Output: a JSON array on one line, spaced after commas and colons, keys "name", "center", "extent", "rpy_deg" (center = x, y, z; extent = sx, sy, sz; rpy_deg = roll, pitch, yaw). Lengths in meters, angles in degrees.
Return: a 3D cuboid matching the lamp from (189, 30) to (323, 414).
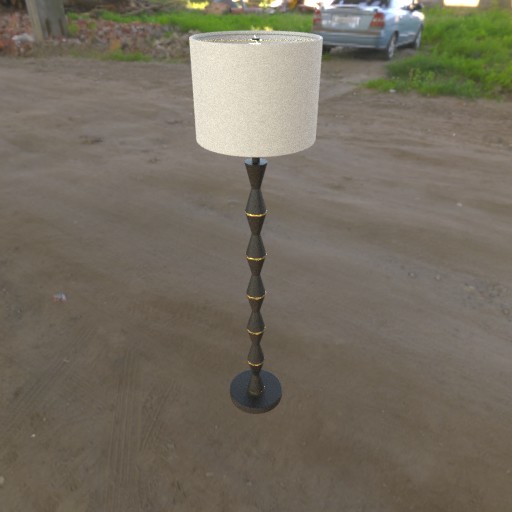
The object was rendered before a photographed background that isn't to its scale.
[{"name": "lamp", "center": [0.000, 0.000, 1.660], "extent": [0.381, 1.480, 0.381], "rpy_deg": [-1, 32, -1]}]
